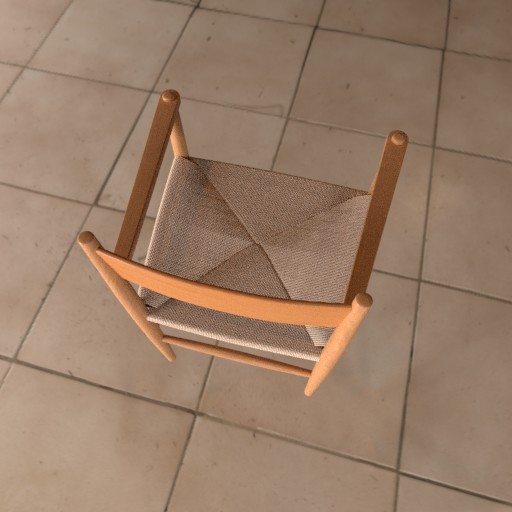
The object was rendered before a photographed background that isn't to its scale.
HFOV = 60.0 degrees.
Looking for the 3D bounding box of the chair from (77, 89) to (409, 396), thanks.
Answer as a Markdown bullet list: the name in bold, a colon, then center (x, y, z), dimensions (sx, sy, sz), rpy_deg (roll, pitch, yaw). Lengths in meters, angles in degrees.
- **chair**: center (0.000, 0.000, 1.084), dimensions (0.556, 0.762, 0.495), rpy_deg (12, 64, 6)
